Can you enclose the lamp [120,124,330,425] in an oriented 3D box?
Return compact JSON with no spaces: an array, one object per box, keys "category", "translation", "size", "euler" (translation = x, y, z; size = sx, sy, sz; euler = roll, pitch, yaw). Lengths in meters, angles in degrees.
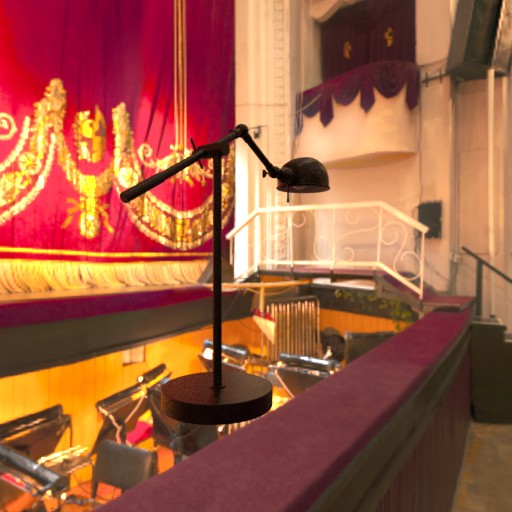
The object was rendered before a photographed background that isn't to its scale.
[{"category":"lamp","translation":[0.000,0.000,0.830],"size":[0.185,0.495,0.567],"euler":[0,0,36]}]
